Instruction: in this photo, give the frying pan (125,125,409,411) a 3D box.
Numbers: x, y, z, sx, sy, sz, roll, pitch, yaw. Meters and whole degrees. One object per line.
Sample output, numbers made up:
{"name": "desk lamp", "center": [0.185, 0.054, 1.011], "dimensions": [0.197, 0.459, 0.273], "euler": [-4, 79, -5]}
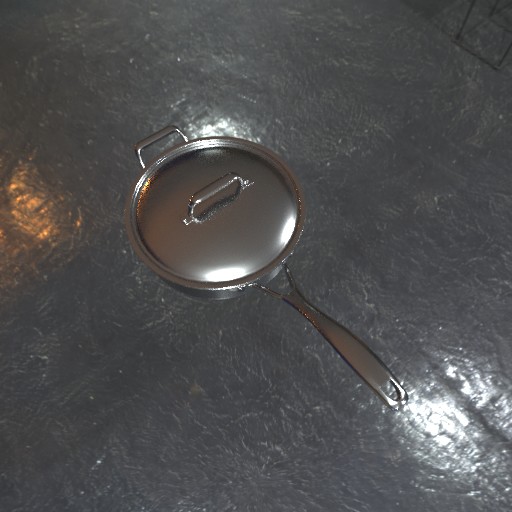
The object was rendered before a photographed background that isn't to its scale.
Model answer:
{"name": "frying pan", "center": [0.000, 0.000, 0.579], "dimensions": [0.245, 0.111, 0.492], "euler": [-35, 68, -16]}
